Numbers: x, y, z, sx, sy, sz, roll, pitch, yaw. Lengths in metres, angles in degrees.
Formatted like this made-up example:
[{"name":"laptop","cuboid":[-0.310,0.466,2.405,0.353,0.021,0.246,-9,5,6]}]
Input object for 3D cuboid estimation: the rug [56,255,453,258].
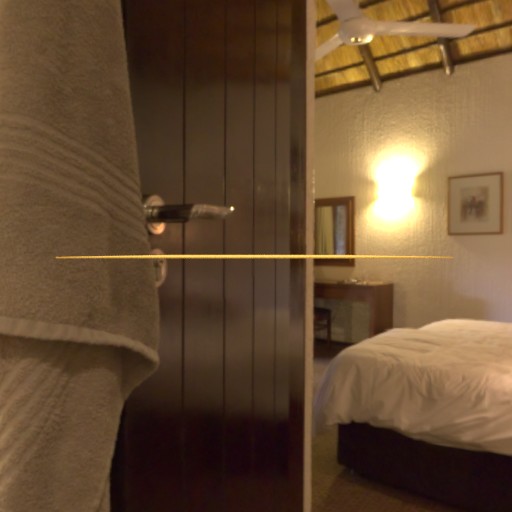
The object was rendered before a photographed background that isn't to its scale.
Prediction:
[{"name":"rug","cuboid":[0.000,0.000,3.658,1.981,0.006,2.895,0,0,0]}]
